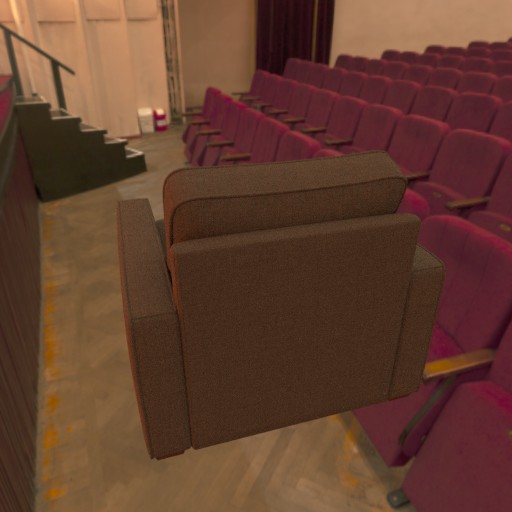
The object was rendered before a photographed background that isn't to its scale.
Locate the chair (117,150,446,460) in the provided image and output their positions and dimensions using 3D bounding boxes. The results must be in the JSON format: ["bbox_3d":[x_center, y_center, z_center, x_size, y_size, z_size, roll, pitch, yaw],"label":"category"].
[{"bbox_3d":[0.000,0.000,1.712,1.017,0.919,0.940,-8,29,-15],"label":"chair"}]
